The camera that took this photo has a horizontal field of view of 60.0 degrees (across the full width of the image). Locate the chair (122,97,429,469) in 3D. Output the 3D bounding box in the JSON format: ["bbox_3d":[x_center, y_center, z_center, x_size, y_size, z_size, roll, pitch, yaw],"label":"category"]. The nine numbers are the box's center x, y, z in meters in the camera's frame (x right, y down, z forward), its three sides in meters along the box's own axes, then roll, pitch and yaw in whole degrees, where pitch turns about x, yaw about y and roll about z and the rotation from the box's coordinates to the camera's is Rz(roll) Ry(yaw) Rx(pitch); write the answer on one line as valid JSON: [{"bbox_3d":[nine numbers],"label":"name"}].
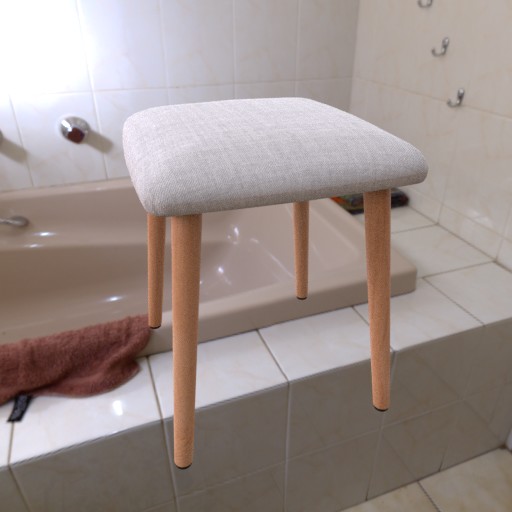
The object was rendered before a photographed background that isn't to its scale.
[{"bbox_3d":[0.000,0.000,0.696,0.350,0.440,0.350,-9,31,-16],"label":"chair"}]
